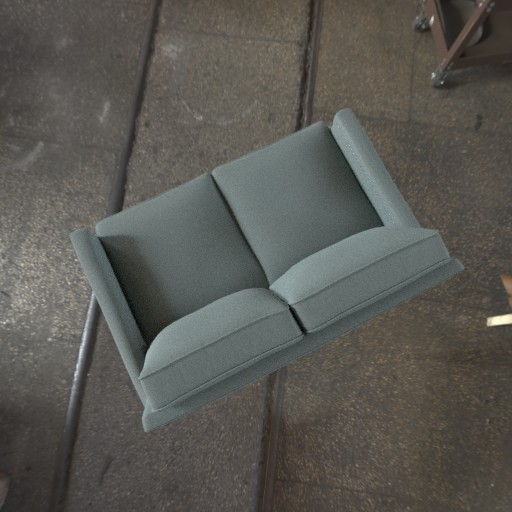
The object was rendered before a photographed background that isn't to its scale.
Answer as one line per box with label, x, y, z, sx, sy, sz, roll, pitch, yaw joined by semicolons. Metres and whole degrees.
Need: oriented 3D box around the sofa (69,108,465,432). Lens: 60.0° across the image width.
sofa;0.000;0.000;2.282;1.597;1.003;1.084;-26;78;-6
